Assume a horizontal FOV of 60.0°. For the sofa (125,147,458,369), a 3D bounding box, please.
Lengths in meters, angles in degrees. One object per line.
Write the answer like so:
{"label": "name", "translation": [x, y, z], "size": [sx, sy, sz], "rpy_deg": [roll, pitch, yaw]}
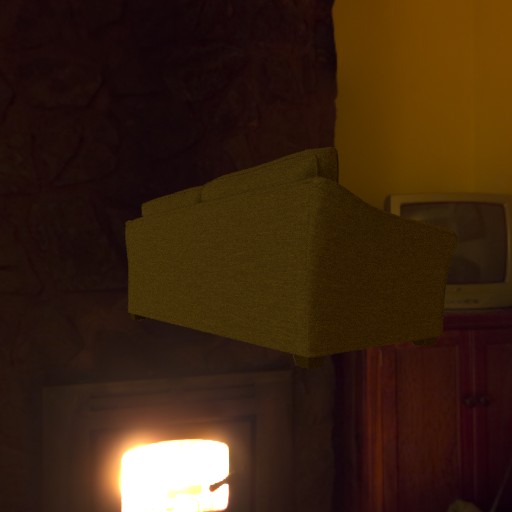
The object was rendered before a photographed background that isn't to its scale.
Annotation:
{"label": "sofa", "translation": [0.000, 0.000, 2.861], "size": [0.971, 0.950, 2.270], "rpy_deg": [1, -2, -35]}
